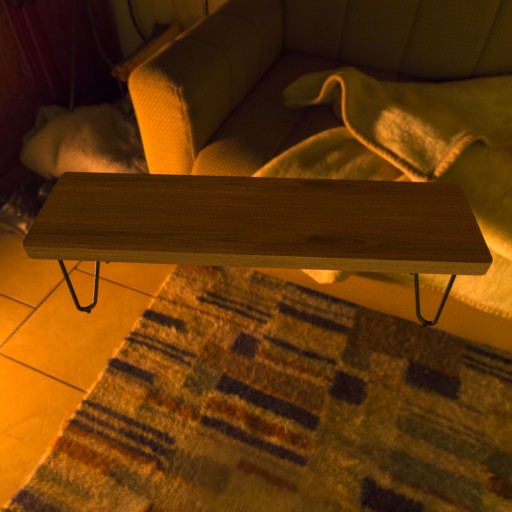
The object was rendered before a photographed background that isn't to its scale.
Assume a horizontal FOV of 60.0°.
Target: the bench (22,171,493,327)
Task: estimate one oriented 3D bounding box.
[{"bbox_3d":[0.000,0.000,1.770,1.570,0.462,0.425,2,47,2],"label":"bench"}]
